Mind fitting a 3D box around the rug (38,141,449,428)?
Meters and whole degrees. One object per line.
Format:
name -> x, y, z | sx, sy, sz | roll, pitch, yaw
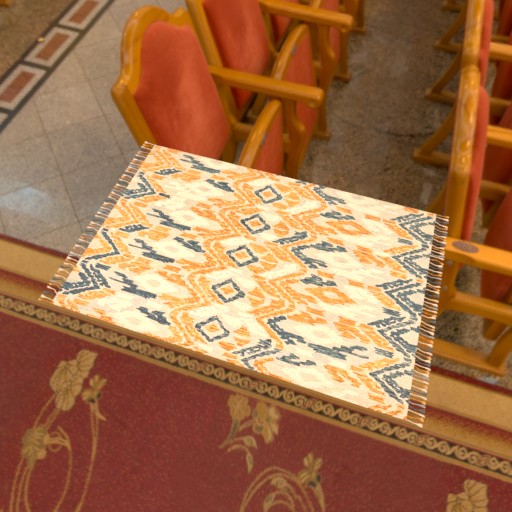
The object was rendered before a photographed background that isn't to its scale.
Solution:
rug -> 0.000, 0.000, 3.006 | 2.428, 0.010, 1.533 | 16, 58, 10
